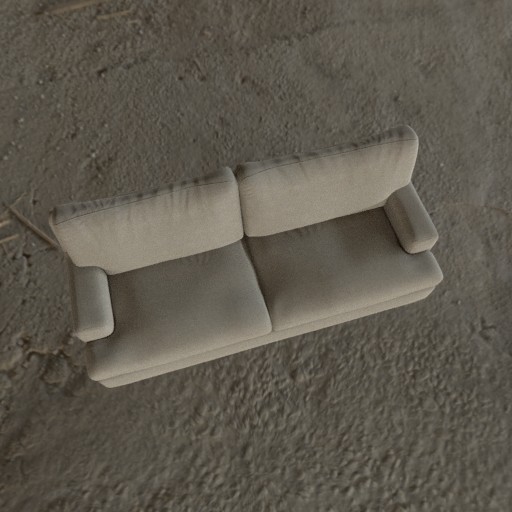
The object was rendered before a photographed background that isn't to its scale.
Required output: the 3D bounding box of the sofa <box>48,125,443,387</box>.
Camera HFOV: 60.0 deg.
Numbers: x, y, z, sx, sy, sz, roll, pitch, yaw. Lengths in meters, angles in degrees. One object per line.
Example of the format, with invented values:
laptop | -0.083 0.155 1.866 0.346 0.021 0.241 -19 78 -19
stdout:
sofa | 0.000 0.000 2.869 2.354 0.980 0.962 -15 65 -7
